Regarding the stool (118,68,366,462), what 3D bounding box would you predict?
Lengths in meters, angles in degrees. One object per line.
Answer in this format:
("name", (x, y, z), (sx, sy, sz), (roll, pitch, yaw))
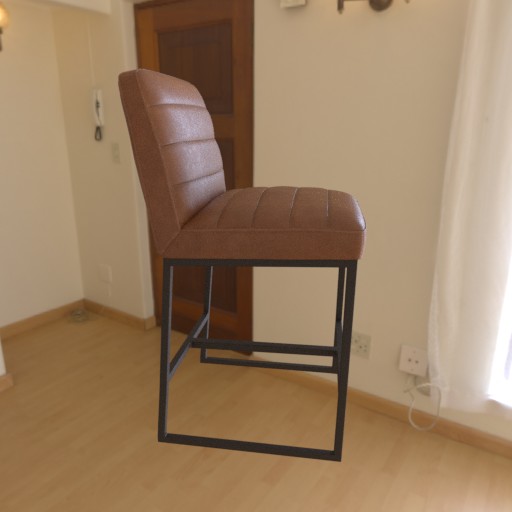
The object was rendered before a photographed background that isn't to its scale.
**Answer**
("stool", (0.000, 0.000, 1.235), (0.556, 0.940, 0.458), (3, 17, 8))
